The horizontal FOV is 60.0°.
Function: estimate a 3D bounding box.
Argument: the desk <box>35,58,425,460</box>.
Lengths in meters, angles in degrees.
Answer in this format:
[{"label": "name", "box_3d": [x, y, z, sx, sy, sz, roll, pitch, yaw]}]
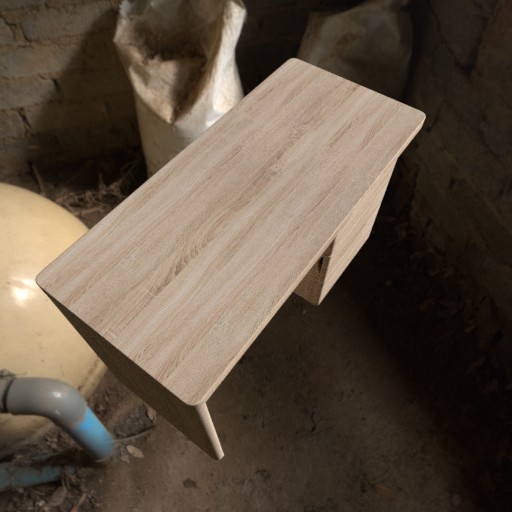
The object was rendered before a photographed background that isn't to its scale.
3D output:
[{"label": "desk", "box_3d": [0.000, 0.000, 1.629, 0.550, 0.760, 1.200, 32, 62, 19]}]
